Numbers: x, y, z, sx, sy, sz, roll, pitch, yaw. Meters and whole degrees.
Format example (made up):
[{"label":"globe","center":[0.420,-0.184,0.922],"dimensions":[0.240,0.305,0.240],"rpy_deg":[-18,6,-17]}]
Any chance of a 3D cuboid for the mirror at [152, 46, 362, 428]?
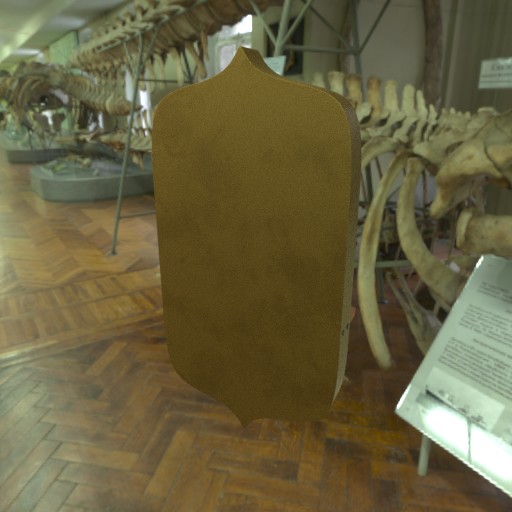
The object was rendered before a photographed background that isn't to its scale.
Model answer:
[{"label":"mirror","center":[0.000,0.000,0.723],"dimensions":[0.323,0.613,0.096],"rpy_deg":[9,21,25]}]
